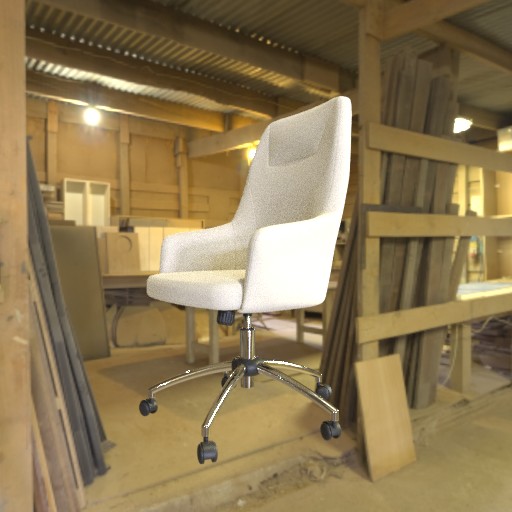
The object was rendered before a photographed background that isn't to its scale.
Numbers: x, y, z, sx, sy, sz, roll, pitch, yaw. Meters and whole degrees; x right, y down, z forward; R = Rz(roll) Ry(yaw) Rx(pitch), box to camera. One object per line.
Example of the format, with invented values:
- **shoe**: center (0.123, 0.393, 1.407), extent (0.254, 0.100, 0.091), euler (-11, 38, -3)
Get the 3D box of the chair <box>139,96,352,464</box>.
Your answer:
- **chair**: center (0.000, 0.000, 1.462), extent (0.640, 1.049, 0.620), euler (0, 1, -35)
